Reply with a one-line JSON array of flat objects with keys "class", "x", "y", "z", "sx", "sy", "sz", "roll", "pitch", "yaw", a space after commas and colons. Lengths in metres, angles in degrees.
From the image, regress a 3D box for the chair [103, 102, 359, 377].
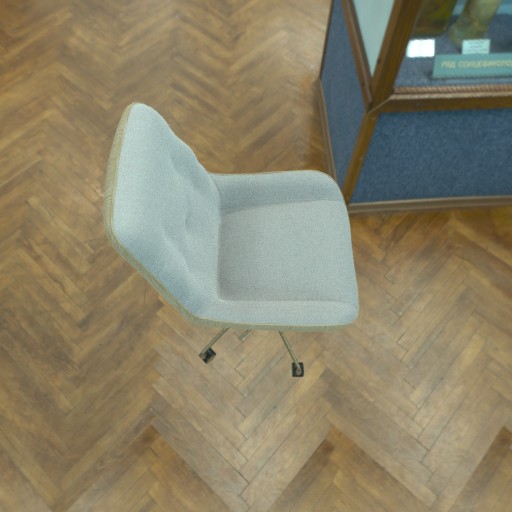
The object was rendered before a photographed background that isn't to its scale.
[{"class": "chair", "x": 0.000, "y": 0.000, "z": 1.395, "sx": 0.668, "sy": 0.952, "sz": 0.564, "roll": 0, "pitch": 63, "yaw": 0}]
